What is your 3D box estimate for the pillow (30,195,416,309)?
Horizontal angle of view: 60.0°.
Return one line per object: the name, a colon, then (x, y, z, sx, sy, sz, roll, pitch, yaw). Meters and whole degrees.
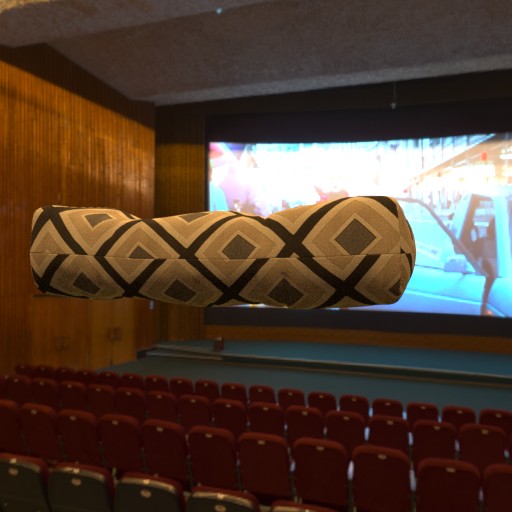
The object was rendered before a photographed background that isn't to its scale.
pillow: (0.000, 0.000, 0.712, 0.468, 0.128, 0.490, 0, 0, 17)
